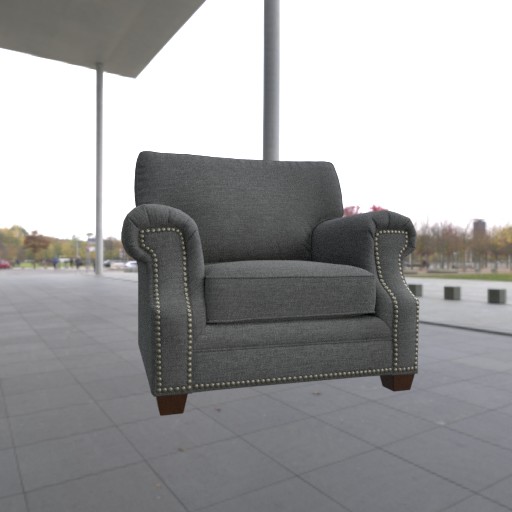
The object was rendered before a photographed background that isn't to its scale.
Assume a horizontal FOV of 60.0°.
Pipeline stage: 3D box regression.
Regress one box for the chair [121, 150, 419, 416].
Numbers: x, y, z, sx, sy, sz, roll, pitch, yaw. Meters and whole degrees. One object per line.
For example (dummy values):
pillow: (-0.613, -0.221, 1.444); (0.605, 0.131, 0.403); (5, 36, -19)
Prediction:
chair: (0.000, 0.000, 1.875); (1.092, 0.961, 0.965); (0, -1, -17)
